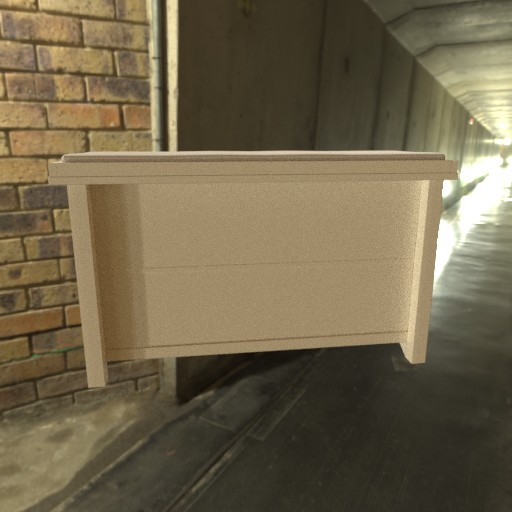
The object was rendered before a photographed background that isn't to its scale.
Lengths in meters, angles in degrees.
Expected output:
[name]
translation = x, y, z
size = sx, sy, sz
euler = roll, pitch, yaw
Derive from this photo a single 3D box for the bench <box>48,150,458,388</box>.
[bench]
translation = 0.000, 0.000, 1.285
size = 0.987, 0.589, 0.346
euler = -2, 15, -8
